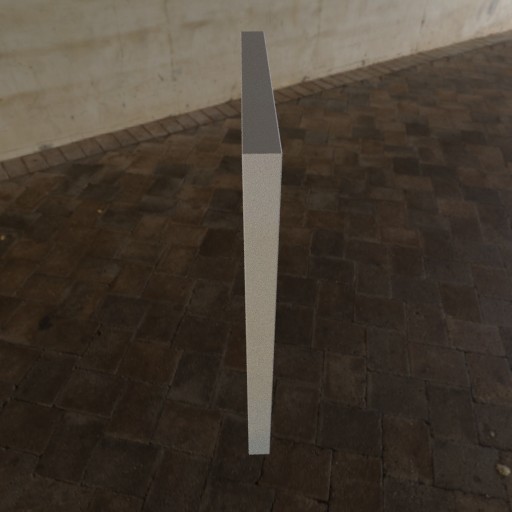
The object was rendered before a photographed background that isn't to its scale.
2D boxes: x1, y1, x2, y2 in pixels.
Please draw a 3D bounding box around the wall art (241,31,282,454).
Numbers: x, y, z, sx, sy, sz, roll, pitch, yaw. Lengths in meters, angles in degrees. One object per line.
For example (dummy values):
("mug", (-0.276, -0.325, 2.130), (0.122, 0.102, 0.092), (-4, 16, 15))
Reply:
("wall art", (0.000, 0.000, 0.766), (0.038, 0.611, 0.408), (-1, 41, -1))
